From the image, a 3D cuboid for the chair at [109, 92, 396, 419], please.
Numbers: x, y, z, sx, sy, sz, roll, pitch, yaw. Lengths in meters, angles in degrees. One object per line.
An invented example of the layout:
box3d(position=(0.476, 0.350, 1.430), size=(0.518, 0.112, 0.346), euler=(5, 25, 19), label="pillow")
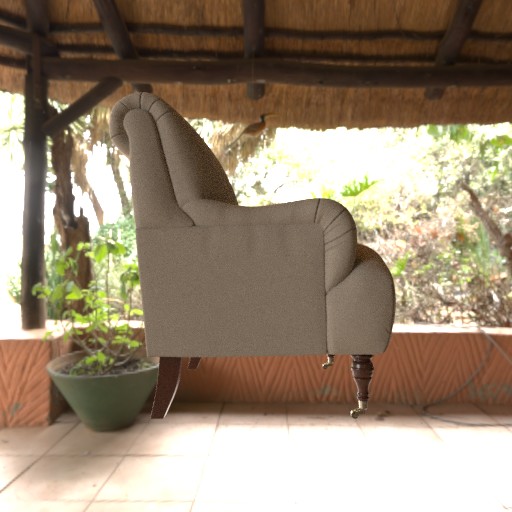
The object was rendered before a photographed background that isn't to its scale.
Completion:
box3d(position=(0.000, 0.000, 1.588), size=(0.842, 0.942, 0.766), euler=(0, -2, 1), label="chair")
